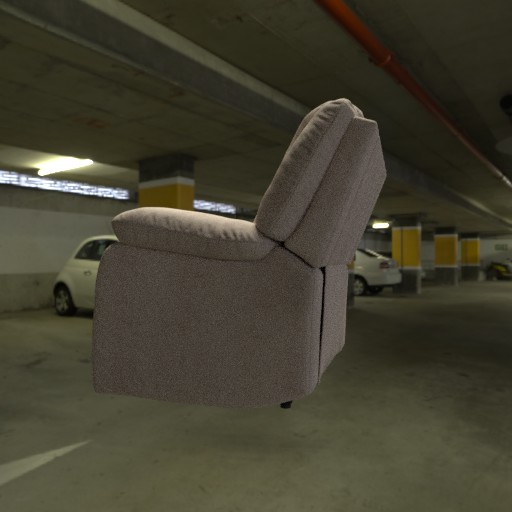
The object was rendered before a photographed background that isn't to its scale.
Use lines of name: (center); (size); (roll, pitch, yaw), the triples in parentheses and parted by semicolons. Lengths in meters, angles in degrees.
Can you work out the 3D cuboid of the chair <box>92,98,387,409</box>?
chair: (0.000, 0.000, 1.709); (0.944, 1.008, 0.899); (0, -1, 18)
